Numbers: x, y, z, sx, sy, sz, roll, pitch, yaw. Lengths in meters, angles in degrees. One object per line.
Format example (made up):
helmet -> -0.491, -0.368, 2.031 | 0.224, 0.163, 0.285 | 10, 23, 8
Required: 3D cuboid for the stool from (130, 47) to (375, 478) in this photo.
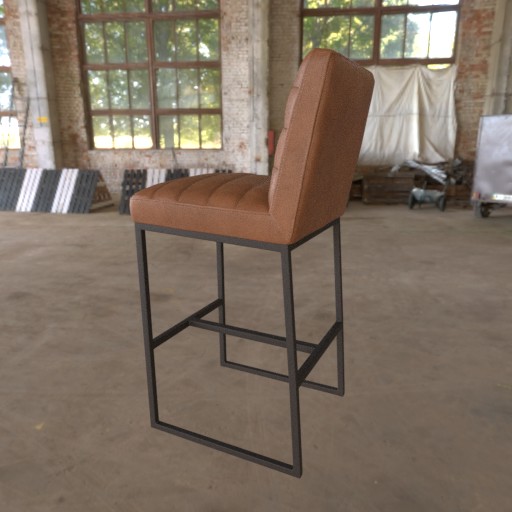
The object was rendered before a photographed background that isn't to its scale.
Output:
stool -> 0.000, 0.000, 1.307 | 0.556, 1.040, 0.458 | 7, 17, 25
